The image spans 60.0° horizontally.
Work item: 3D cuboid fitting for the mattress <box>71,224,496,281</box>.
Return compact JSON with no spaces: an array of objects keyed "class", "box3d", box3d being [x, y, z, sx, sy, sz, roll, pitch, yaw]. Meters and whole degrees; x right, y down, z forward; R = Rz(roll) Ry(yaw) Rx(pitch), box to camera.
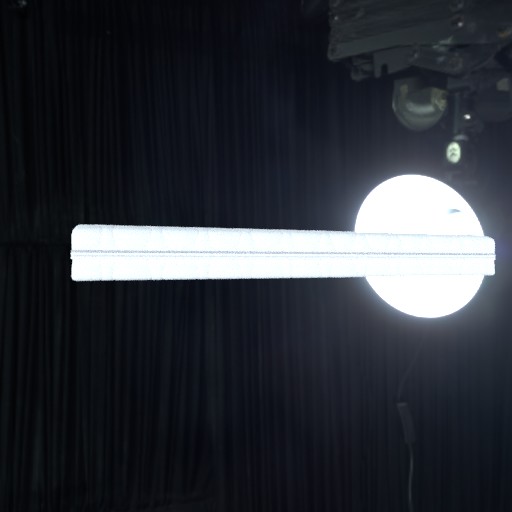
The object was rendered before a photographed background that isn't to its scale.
[{"class":"mattress","box3d":[0.000,0.000,2.575,1.900,0.200,1.600,0,-1,-19]}]
